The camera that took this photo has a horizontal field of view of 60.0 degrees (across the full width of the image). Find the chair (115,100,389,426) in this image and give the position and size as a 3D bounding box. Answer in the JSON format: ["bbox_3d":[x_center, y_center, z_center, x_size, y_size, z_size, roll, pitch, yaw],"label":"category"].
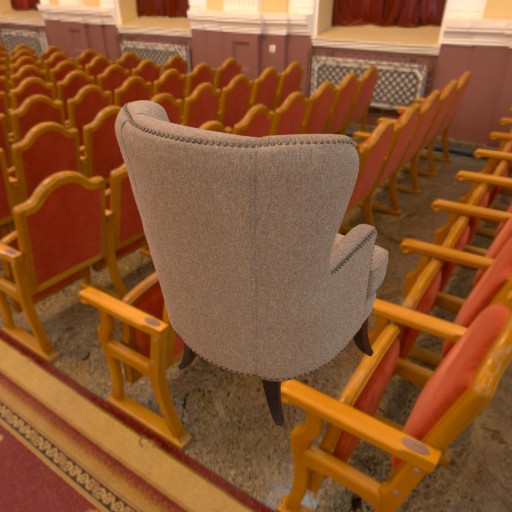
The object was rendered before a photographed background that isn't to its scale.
[{"bbox_3d":[0.000,0.000,1.588,0.759,1.060,0.758,20,36,29],"label":"chair"}]
